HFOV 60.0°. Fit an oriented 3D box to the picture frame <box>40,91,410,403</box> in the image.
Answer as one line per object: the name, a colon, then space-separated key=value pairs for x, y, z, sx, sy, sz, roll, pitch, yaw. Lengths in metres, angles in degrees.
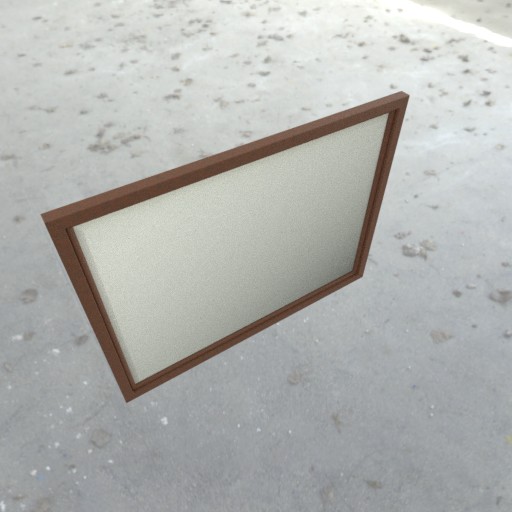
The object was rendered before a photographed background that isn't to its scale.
picture frame: x=0.000 y=0.000 z=1.775 sx=1.329 sy=1.018 sz=0.045 roll=-25 pitch=51 yaw=-22
